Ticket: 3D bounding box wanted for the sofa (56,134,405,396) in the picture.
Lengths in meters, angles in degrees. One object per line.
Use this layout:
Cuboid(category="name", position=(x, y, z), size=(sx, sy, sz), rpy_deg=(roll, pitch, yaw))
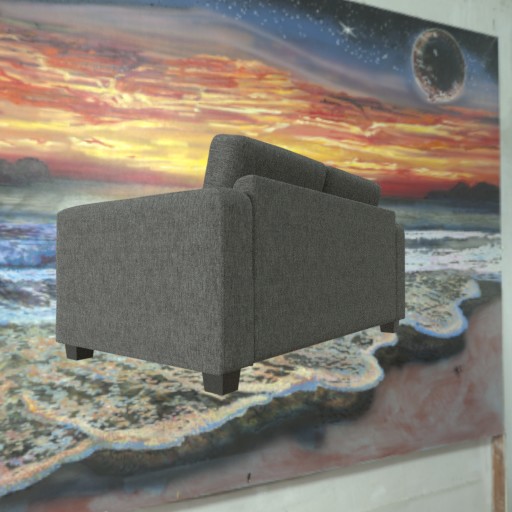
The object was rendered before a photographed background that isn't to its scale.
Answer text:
Cuboid(category="sofa", position=(0.000, 0.000, 2.054), size=(0.900, 0.800, 1.520), rpy_deg=(-1, -1, 37))
